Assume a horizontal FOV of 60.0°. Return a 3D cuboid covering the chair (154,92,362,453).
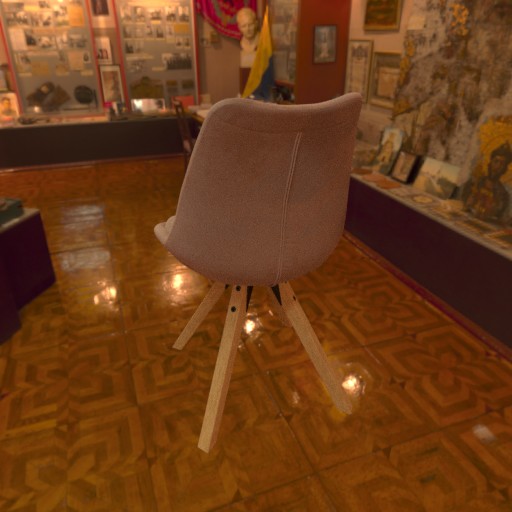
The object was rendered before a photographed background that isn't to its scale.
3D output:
[{"bbox_3d":[0.000,0.000,1.152,0.485,0.850,0.550,-9,28,-16],"label":"chair"}]
